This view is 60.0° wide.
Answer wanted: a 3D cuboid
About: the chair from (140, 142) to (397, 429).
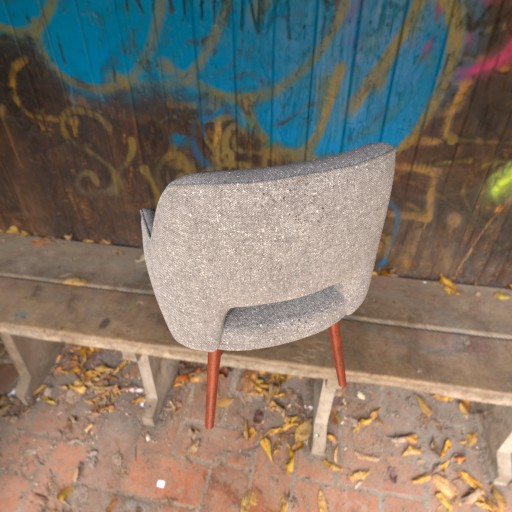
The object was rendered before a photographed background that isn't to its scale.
[{"bbox_3d":[0.000,0.000,1.274,0.608,0.875,0.629,-13,42,-14],"label":"chair"}]
